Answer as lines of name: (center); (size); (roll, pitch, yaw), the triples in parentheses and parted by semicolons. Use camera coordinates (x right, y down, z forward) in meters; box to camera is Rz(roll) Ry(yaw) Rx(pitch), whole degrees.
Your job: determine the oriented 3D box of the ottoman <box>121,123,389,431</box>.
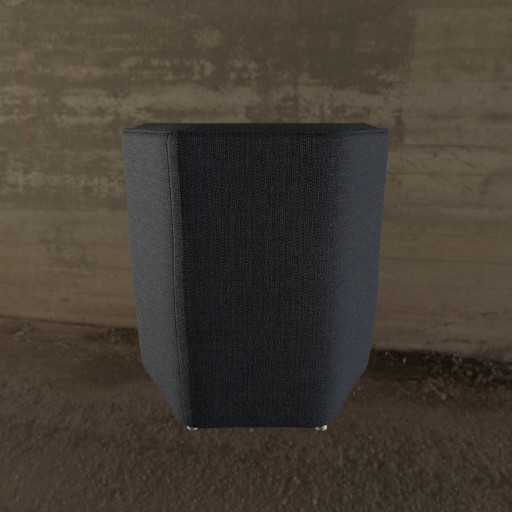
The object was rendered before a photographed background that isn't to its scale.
ottoman: (0.000, 0.000, 0.879); (0.454, 0.505, 0.492); (-8, 19, -25)
